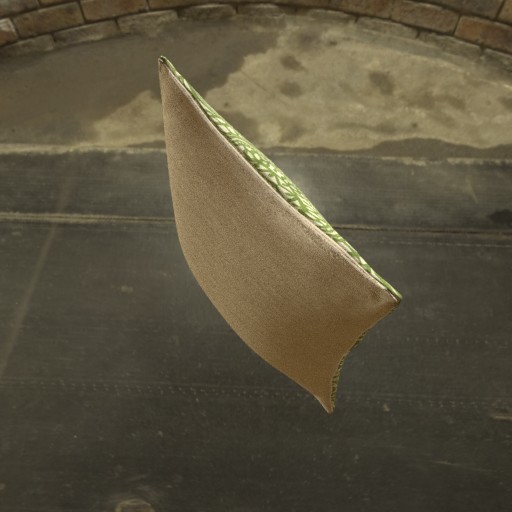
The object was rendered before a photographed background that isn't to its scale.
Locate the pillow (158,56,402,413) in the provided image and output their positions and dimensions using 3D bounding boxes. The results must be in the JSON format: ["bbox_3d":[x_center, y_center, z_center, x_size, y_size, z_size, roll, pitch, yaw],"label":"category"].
[{"bbox_3d":[0.000,0.000,0.658,0.162,0.419,0.440,-31,63,-18],"label":"pillow"}]
